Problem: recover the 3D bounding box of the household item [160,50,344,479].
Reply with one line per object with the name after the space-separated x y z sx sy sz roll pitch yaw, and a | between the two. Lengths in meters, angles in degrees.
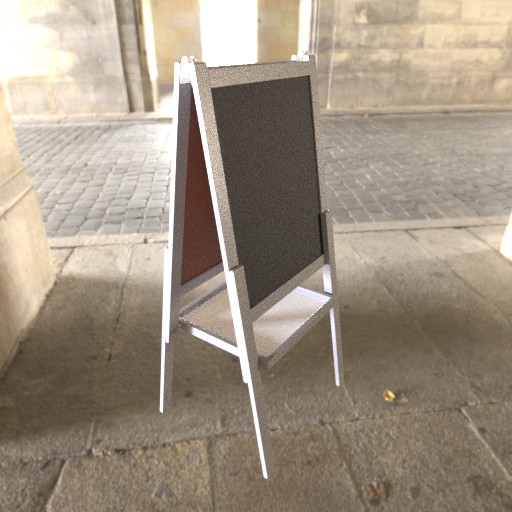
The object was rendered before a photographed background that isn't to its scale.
0.000 0.000 1.406 0.469 1.172 0.531 18 31 31 | household item
